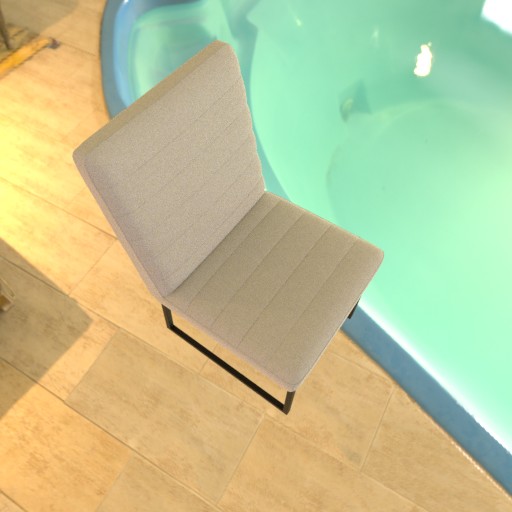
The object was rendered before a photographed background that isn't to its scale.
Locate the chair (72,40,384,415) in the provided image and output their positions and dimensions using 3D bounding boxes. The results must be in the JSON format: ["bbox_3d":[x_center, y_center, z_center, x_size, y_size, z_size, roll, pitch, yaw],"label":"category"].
[{"bbox_3d":[0.000,0.000,1.330,0.634,0.930,0.520,32,63,18],"label":"chair"}]
